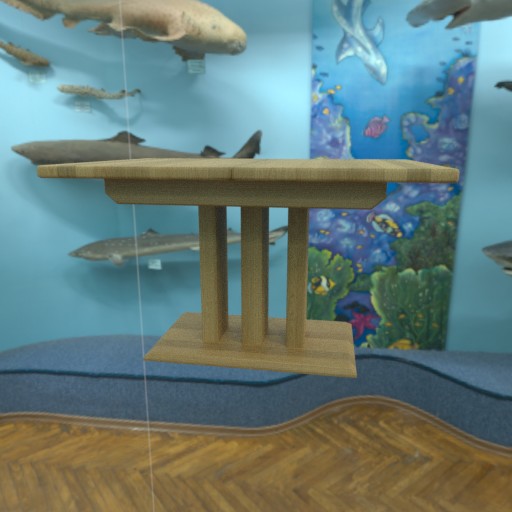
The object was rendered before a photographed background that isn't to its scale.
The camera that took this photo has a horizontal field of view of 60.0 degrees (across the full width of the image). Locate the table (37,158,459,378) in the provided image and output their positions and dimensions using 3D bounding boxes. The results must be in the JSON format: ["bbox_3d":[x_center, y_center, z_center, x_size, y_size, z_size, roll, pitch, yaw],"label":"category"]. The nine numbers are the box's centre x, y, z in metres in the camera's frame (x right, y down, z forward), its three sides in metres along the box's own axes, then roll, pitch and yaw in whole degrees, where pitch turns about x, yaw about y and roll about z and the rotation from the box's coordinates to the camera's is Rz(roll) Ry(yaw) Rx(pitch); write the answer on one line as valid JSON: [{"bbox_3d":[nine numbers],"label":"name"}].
[{"bbox_3d":[0.000,0.000,1.853,1.300,0.770,0.900,2,14,9],"label":"table"}]
